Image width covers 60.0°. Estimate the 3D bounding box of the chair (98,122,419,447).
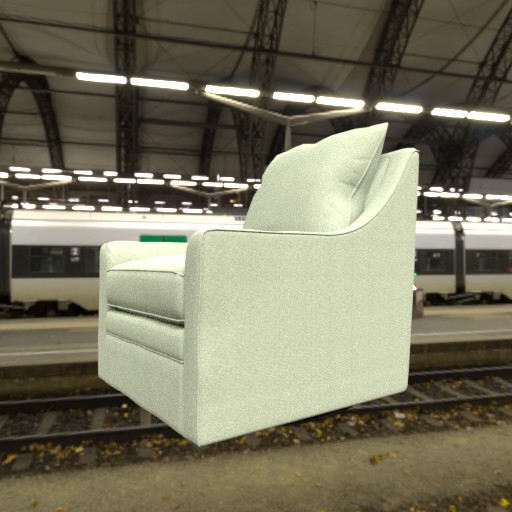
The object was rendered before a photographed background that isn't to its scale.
[{"bbox_3d":[0.000,0.000,1.542,0.870,0.926,0.760,1,-1,-36],"label":"chair"}]
